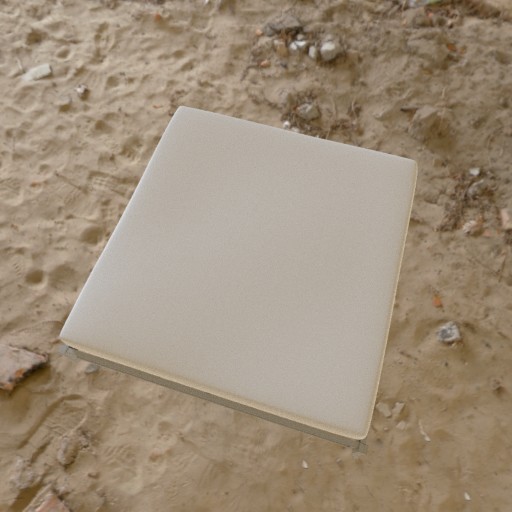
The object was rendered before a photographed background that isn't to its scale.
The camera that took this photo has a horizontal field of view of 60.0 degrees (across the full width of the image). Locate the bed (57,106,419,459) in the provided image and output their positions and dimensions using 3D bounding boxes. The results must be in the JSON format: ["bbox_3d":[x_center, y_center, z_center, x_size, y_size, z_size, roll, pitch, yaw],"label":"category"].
[{"bbox_3d":[0.000,0.000,3.141,2.007,0.510,2.108,16,65,8],"label":"bed"}]
